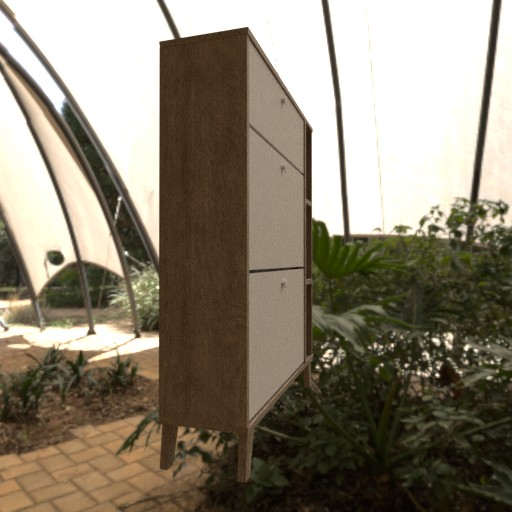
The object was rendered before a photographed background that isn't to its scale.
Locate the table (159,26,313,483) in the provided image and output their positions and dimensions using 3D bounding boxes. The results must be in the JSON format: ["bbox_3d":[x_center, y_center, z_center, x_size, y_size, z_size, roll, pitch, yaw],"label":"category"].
[{"bbox_3d":[0.000,0.000,1.567,0.256,1.135,0.902,0,-1,18],"label":"table"}]
